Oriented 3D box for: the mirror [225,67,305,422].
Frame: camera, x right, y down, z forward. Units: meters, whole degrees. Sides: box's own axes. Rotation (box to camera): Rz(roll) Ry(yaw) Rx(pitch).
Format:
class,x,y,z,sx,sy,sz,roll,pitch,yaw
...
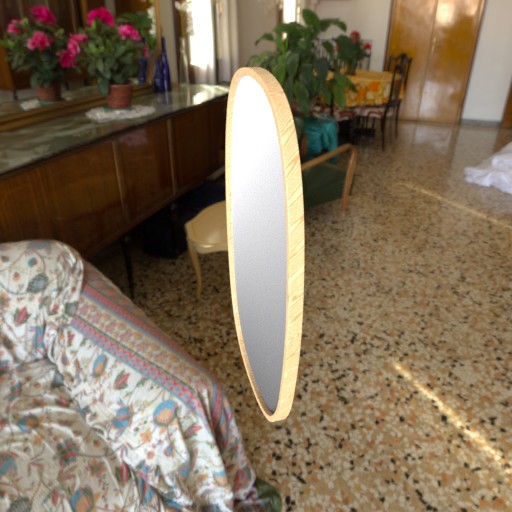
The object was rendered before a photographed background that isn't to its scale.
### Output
class,x,y,z,sx,sy,sz,roll,pitch,yaw
mirror,0.000,0.000,1.371,0.037,1.075,0.724,-7,29,-13
